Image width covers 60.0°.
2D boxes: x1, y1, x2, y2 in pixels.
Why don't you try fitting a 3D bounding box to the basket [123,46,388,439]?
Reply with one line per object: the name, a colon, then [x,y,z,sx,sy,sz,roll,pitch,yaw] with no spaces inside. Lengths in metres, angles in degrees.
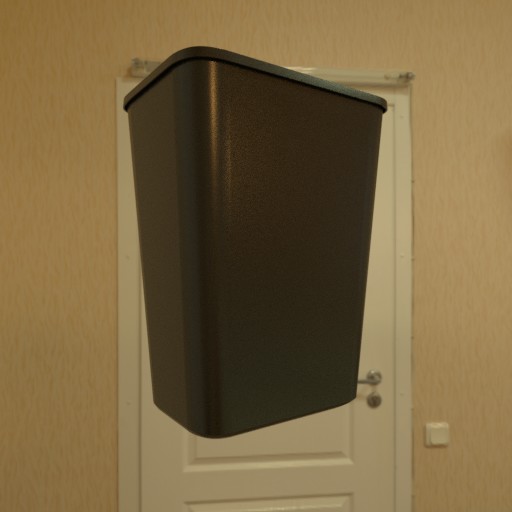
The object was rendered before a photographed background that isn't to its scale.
basket: [0.000,0.000,0.757,0.394,0.521,0.287,0,0,-35]
